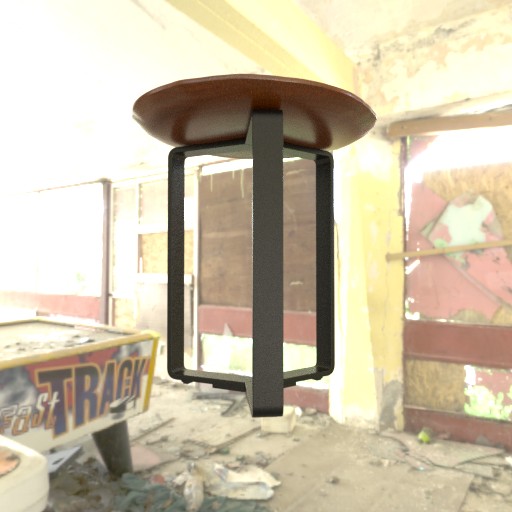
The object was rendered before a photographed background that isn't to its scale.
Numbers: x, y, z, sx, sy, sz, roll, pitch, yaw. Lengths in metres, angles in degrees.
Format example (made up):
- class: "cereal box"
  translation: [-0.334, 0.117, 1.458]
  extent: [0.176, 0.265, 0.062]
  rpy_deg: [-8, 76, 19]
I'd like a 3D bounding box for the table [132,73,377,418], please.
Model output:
- class: "table"
  translation: [0.000, 0.000, 0.748]
  extent: [0.410, 0.450, 0.380]
  rpy_deg: [1, -1, -36]
